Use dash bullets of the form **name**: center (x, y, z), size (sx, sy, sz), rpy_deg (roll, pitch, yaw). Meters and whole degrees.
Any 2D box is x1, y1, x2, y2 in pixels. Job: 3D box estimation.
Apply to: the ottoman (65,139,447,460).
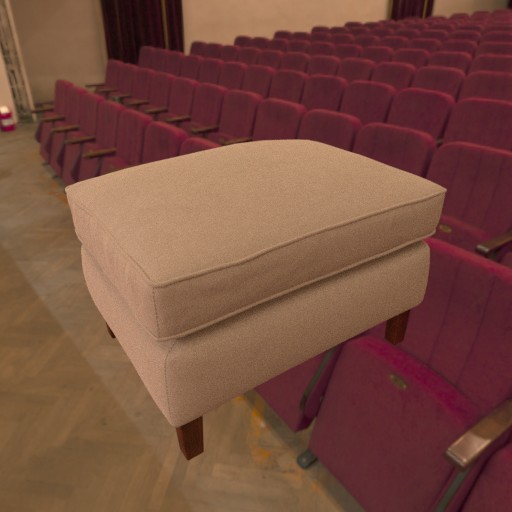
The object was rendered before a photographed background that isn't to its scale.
- **ottoman**: center (0.000, 0.000, 0.988), size (0.665, 0.456, 0.501), rpy_deg (-18, 34, -29)
